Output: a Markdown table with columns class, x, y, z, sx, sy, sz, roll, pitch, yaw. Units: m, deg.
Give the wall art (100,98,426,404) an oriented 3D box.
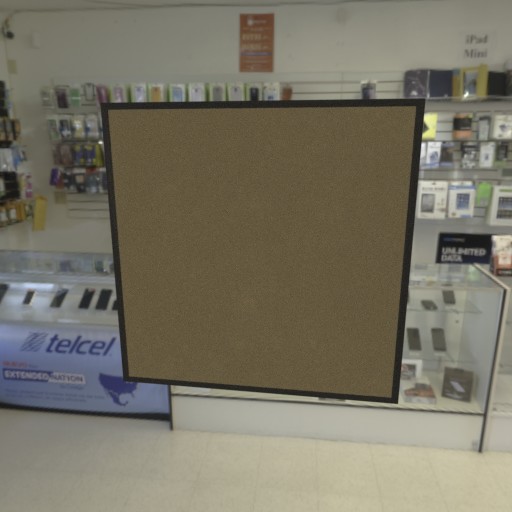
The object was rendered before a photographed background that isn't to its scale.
| class | x | y | z | sx | sy | sz | roll | pitch | yaw |
| --- | --- | --- | --- | --- | --- | --- | --- | --- | --- |
| wall art | 0.000 | 0.000 | 0.768 | 0.509 | 0.507 | 0.037 | 2 | 15 | 8 |
